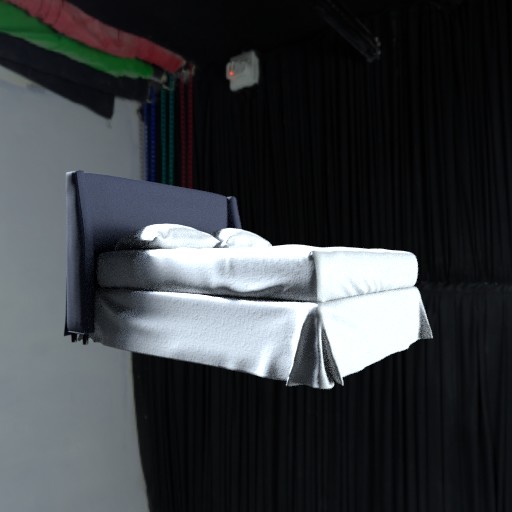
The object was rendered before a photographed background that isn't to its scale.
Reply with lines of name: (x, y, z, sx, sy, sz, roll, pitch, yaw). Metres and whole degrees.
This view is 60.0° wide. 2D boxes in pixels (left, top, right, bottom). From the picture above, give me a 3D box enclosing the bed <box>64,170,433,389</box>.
bed: (0.000, 0.000, 3.487, 2.276, 1.332, 1.925, 0, 0, 37)
